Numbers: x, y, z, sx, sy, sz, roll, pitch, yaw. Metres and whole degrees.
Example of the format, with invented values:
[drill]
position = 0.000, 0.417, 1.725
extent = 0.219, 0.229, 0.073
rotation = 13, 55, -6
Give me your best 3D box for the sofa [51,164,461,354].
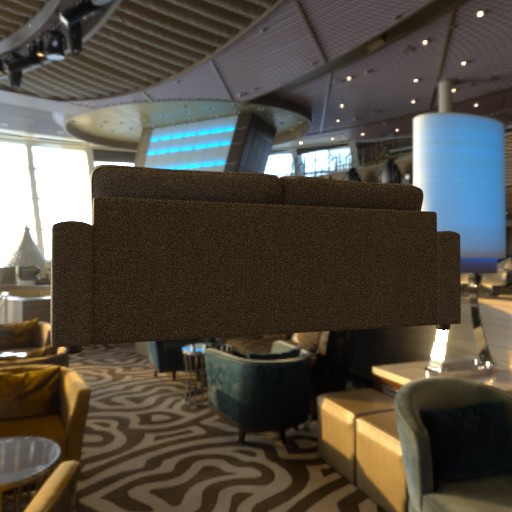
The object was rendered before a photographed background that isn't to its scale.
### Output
[sofa]
position = 0.000, 0.000, 2.697
extent = 2.179, 0.873, 1.016
rotation = 0, -1, -19
